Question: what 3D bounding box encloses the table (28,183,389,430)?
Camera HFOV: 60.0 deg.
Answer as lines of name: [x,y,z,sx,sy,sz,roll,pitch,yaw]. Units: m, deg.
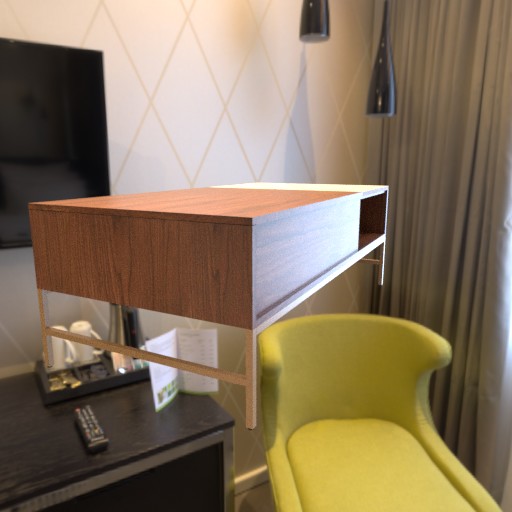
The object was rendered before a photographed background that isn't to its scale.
table: [0.000,0.000,1.930,0.789,0.551,1.553,6,13,27]
